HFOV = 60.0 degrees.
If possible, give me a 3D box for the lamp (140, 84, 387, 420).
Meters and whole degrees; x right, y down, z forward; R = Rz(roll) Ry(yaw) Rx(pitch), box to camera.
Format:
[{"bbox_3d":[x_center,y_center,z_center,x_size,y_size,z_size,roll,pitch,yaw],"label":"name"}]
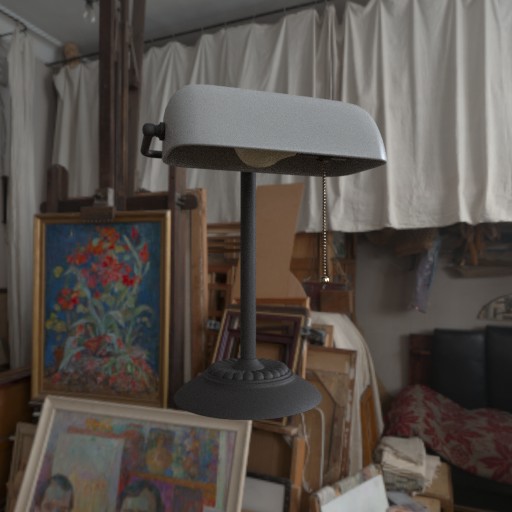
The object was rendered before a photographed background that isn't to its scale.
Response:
[{"bbox_3d":[0.000,0.000,0.515,0.264,0.339,0.243,0,-1,-18],"label":"lamp"}]
